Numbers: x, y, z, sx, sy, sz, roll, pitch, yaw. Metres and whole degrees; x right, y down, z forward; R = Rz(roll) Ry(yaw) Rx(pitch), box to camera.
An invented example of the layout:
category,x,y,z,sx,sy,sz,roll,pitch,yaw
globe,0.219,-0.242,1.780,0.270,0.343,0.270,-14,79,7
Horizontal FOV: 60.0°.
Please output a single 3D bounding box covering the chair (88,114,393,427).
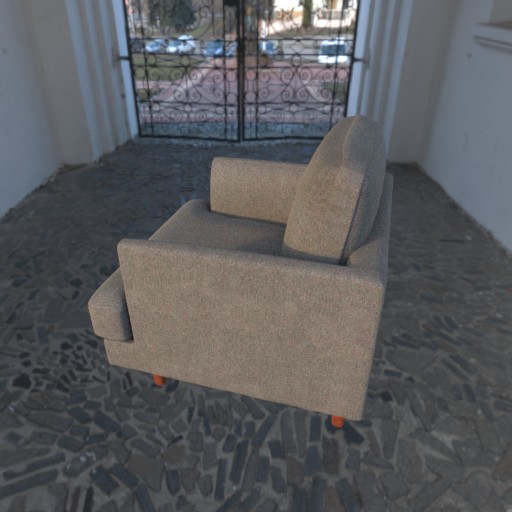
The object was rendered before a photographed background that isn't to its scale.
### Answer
category,x,y,z,sx,sy,sz,roll,pitch,yaw
chair,0.000,0.000,1.632,0.899,0.957,0.858,8,32,14
